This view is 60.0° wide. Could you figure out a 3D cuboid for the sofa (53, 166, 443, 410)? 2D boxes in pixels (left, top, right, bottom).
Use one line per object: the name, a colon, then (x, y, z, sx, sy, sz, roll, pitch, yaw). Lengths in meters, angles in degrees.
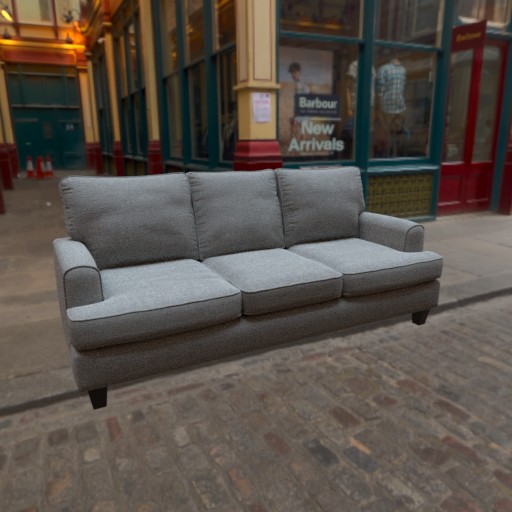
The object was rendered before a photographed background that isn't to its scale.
sofa: (0.000, 0.000, 2.626, 2.158, 0.965, 0.951, -8, 17, -26)
